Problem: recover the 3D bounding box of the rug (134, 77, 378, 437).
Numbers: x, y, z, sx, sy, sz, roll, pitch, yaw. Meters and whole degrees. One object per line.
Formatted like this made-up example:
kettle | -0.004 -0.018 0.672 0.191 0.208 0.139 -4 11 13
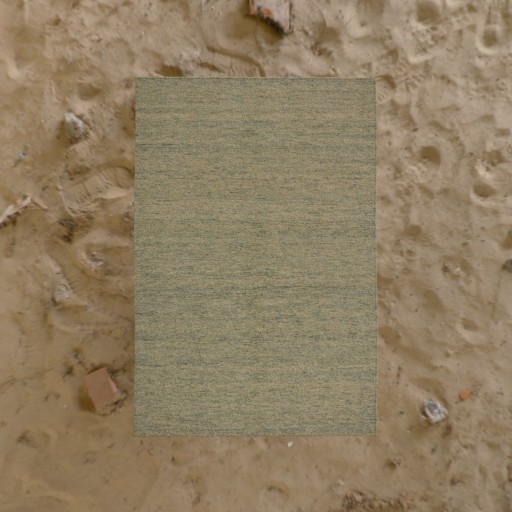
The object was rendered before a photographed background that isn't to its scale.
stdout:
rug | 0.000 0.000 2.818 1.547 0.013 2.283 0 89 0
